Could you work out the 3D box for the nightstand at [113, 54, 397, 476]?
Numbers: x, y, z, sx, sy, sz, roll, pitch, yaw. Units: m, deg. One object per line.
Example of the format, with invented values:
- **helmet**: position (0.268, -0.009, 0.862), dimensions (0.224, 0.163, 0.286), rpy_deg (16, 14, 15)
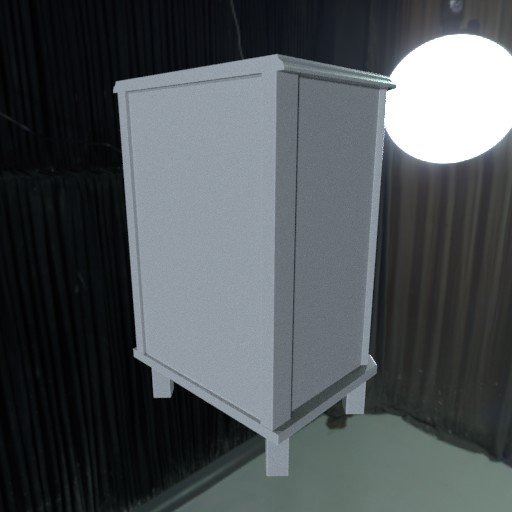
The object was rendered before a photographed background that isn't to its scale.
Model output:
- **nightstand**: position (0.000, 0.000, 0.917), dimensions (0.435, 0.680, 0.348), rpy_deg (14, 20, 42)
